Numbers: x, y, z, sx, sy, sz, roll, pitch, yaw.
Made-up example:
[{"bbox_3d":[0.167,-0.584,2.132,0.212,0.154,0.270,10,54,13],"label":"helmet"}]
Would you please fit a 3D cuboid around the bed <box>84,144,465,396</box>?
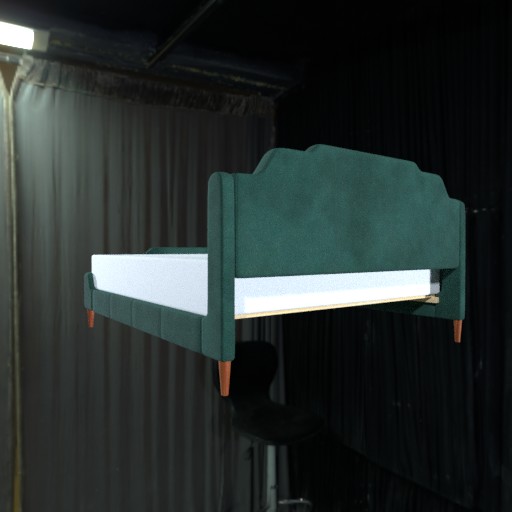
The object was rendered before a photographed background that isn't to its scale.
[{"bbox_3d":[0.000,0.000,3.556,2.074,1.245,2.340,-1,1,-36],"label":"bed"}]
